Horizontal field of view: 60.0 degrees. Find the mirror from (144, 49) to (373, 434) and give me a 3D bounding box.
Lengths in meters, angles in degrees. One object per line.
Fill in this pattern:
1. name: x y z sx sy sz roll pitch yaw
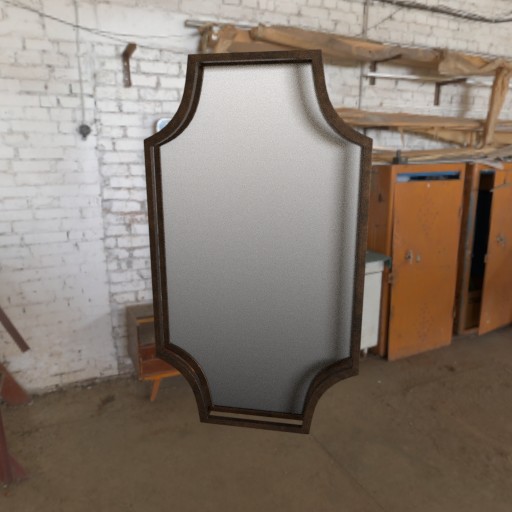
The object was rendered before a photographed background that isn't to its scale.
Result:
1. mirror: 0.000 0.000 0.967 0.462 0.811 0.066 2 14 10
